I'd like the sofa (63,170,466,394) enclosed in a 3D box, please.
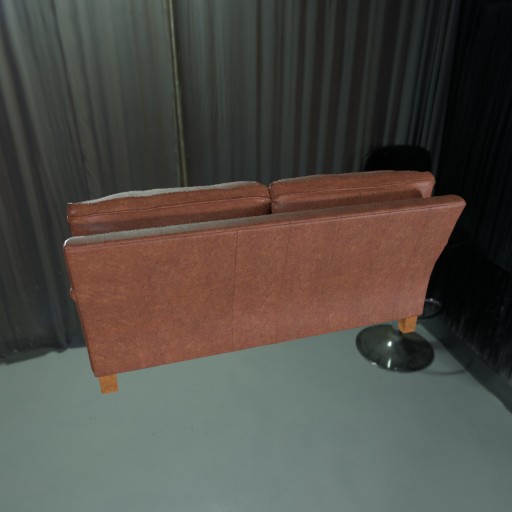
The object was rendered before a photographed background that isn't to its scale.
[{"bbox_3d":[0.000,0.000,2.793,2.144,1.071,1.147,-8,27,-15],"label":"sofa"}]
